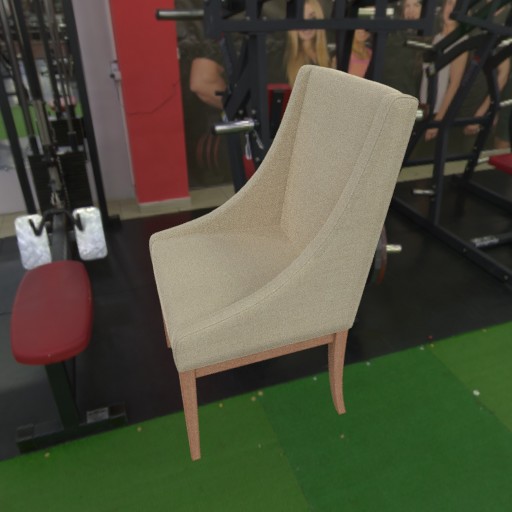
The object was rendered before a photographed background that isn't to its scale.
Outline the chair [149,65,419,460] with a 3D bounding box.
[{"bbox_3d":[0.000,0.000,1.374,0.611,1.021,0.575,-9,32,-15],"label":"chair"}]
